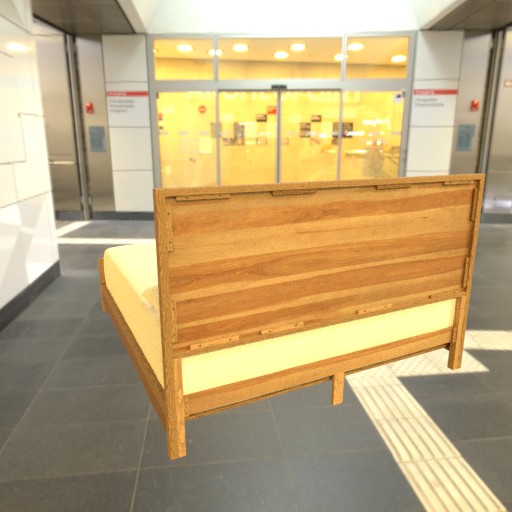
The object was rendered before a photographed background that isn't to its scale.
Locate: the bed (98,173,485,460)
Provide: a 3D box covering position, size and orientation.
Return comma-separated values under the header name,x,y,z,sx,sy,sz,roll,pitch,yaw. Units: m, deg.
name,x,y,z,sx,sy,sz,roll,pitch,yaw
bed,0.000,0.000,3.351,2.013,1.295,2.184,-7,16,-26
